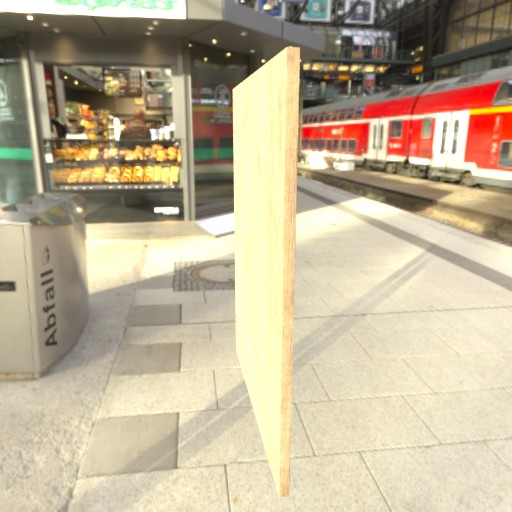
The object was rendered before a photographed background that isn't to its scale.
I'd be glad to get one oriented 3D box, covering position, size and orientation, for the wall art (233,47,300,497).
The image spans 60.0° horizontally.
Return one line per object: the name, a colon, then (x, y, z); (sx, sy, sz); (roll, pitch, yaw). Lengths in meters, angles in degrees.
wall art: (0.000, 0.000, 0.900); (0.018, 0.686, 0.534); (-3, 15, -10)
